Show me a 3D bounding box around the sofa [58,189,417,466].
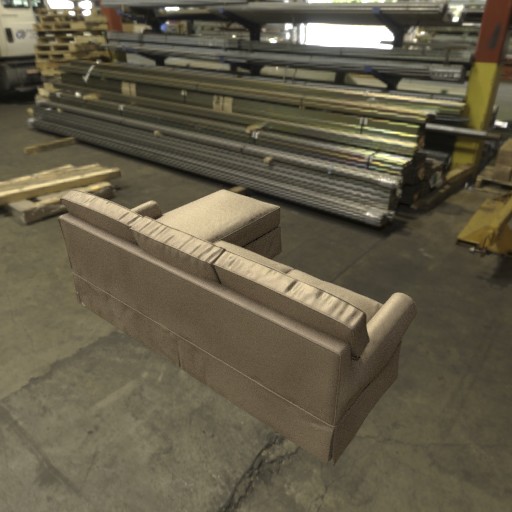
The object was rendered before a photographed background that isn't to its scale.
[{"bbox_3d":[0.000,0.000,3.349,2.475,0.978,1.733,22,36,33],"label":"sofa"}]
